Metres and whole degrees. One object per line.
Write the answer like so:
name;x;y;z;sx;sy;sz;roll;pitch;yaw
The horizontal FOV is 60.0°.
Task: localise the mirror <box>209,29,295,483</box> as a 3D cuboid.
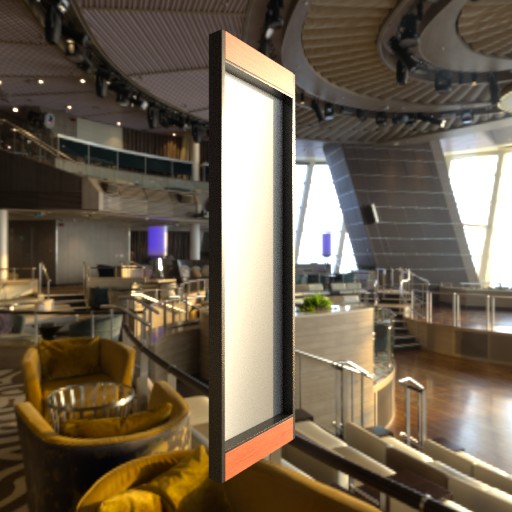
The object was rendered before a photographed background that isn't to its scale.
mirror;0.000;0.000;1.245;0.047;1.123;0.343;0;0;37
